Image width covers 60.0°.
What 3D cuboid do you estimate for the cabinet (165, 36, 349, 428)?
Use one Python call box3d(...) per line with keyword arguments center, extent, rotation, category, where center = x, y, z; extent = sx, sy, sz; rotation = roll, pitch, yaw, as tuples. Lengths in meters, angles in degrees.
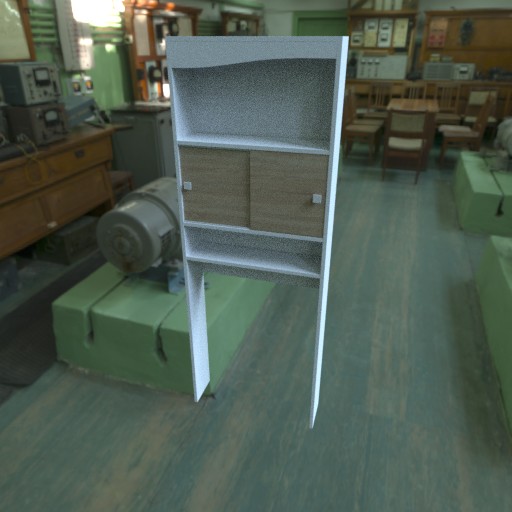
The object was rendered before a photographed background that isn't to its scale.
box3d(center=(0.000, 0.000, 1.994), extent=(0.643, 1.770, 0.192), rotation=(8, 27, 15), category="cabinet")
